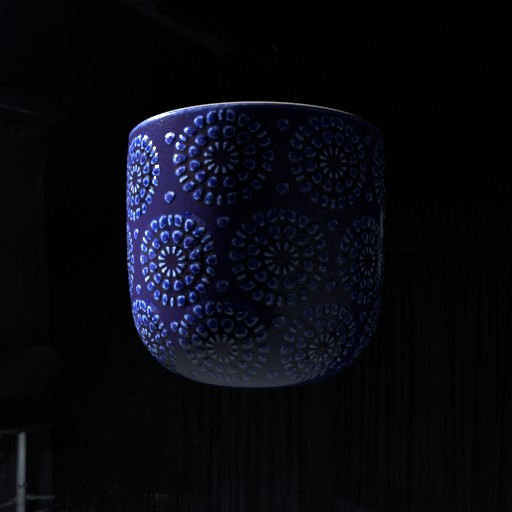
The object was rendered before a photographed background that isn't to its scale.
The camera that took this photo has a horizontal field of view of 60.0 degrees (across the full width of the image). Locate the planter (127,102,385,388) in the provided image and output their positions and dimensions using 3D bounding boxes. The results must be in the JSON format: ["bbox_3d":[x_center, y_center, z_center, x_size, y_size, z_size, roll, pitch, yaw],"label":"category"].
[{"bbox_3d":[0.000,0.000,0.295,0.165,0.149,0.165,0,-1,0],"label":"planter"}]
